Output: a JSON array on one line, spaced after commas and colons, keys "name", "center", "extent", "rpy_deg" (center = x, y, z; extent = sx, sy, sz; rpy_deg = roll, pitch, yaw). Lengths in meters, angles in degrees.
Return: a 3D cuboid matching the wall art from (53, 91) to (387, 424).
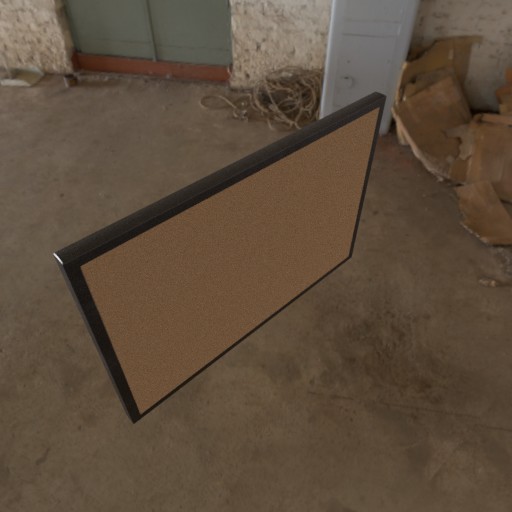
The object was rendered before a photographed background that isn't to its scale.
[{"name": "wall art", "center": [0.000, 0.000, 1.180], "extent": [0.912, 0.612, 0.038], "rpy_deg": [-33, 54, -29]}]
